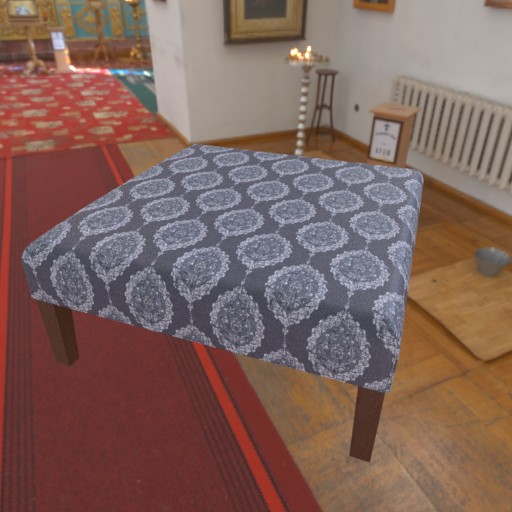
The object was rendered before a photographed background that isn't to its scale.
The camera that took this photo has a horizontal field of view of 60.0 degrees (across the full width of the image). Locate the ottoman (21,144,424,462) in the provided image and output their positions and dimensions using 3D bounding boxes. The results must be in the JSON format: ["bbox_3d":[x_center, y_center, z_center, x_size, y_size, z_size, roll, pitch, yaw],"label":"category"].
[{"bbox_3d":[0.000,0.000,1.357,0.889,0.409,0.890,11,33,18],"label":"ottoman"}]
